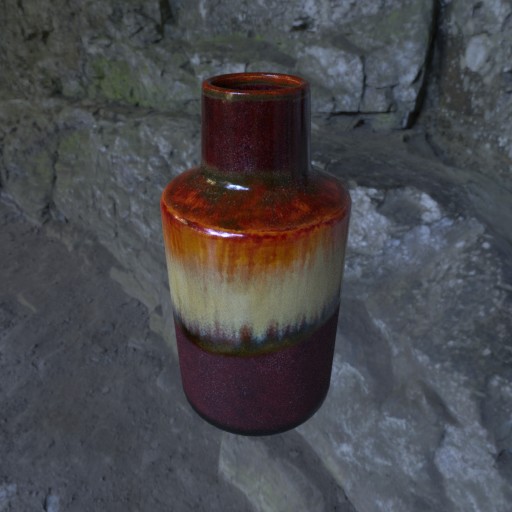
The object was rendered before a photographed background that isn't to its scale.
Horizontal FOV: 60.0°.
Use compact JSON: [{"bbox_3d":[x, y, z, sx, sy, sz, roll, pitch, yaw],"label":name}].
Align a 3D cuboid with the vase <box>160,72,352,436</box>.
[{"bbox_3d":[0.000,0.000,0.272,0.108,0.204,0.108,0,32,0],"label":"vase"}]
